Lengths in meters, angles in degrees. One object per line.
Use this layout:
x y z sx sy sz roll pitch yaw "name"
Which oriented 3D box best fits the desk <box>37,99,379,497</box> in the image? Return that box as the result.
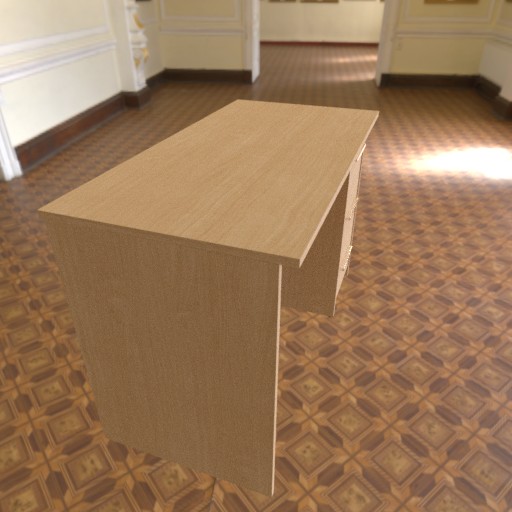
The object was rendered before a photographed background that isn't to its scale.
0.000 0.000 1.461 0.560 0.735 1.097 11 33 17 "desk"
